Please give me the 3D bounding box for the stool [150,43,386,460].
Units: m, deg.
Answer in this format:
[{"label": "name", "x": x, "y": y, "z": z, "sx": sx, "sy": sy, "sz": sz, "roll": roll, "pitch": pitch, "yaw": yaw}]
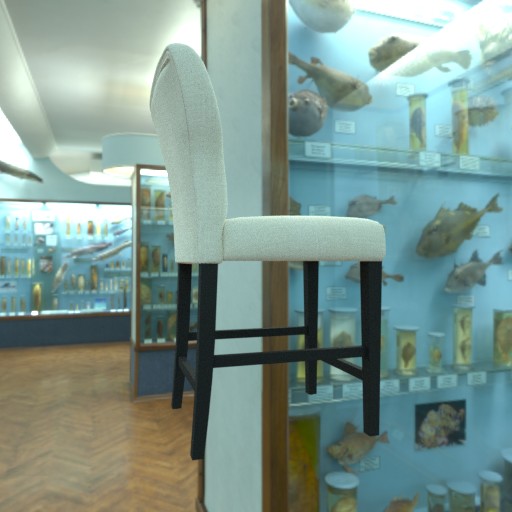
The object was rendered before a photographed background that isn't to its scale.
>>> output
[{"label": "stool", "x": 0.000, "y": 0.000, "z": 1.308, "sx": 0.603, "sy": 0.972, "sz": 0.514, "roll": 0, "pitch": -1, "yaw": -18}]
